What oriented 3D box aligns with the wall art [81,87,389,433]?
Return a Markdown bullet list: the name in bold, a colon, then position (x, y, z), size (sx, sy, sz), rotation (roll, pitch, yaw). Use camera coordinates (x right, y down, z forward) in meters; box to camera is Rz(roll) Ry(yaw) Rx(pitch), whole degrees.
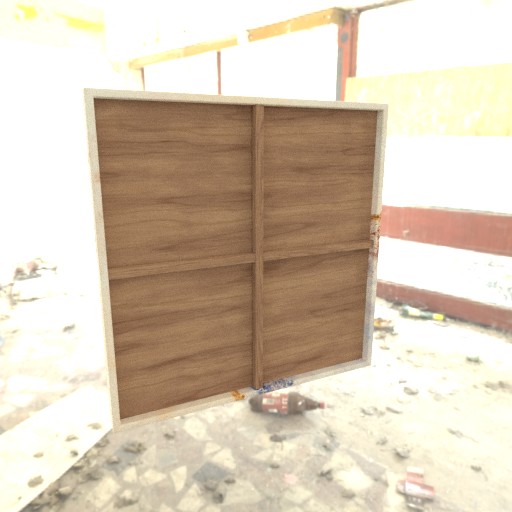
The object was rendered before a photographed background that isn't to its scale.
- **wall art**: position (0.000, 0.000, 1.569), size (1.061, 1.061, 0.071), rotation (-7, 15, -25)
